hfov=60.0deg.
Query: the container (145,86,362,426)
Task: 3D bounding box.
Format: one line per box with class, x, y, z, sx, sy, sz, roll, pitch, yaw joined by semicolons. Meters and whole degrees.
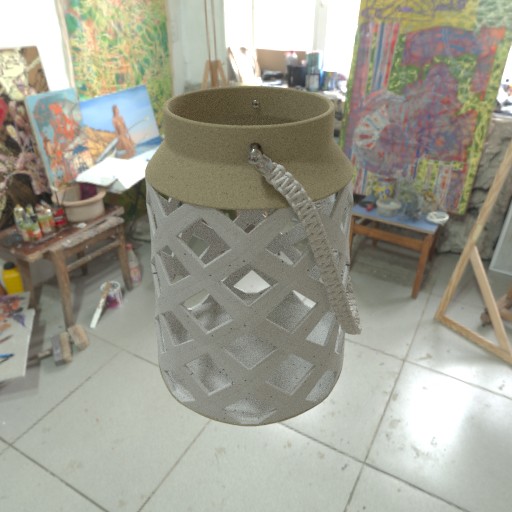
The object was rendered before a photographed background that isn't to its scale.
container;0.000;0.000;0.342;0.172;0.229;0.163;0;32;0
